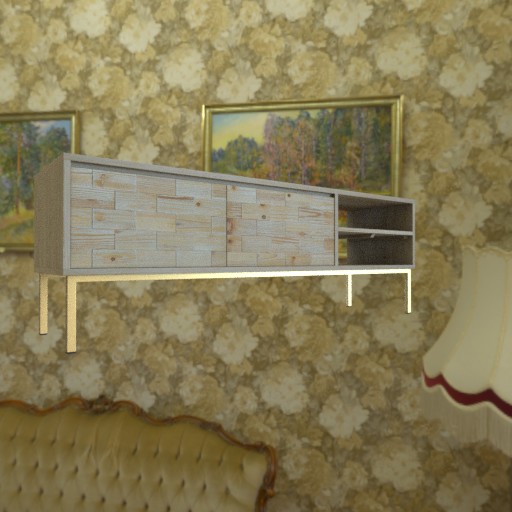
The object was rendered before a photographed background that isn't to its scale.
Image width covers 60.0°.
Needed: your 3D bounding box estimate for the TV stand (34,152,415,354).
[{"bbox_3d":[0.000,0.000,1.841,1.600,0.550,0.420,0,-1,-36],"label":"TV stand"}]
